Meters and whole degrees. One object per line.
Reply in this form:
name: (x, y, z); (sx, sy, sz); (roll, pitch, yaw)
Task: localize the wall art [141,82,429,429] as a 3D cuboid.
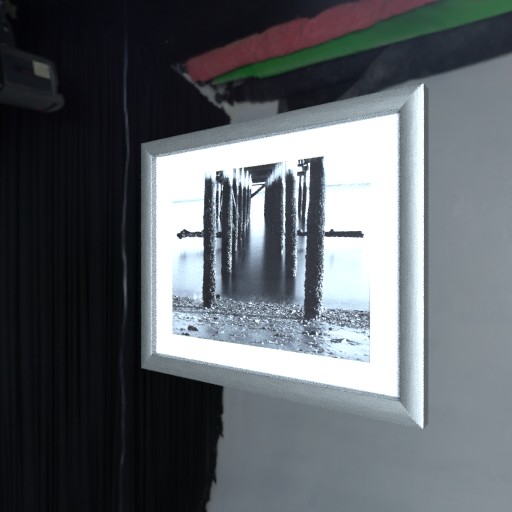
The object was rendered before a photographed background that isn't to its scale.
wall art: (0.000, 0.000, 0.752); (0.556, 0.457, 0.028); (0, 0, 35)
